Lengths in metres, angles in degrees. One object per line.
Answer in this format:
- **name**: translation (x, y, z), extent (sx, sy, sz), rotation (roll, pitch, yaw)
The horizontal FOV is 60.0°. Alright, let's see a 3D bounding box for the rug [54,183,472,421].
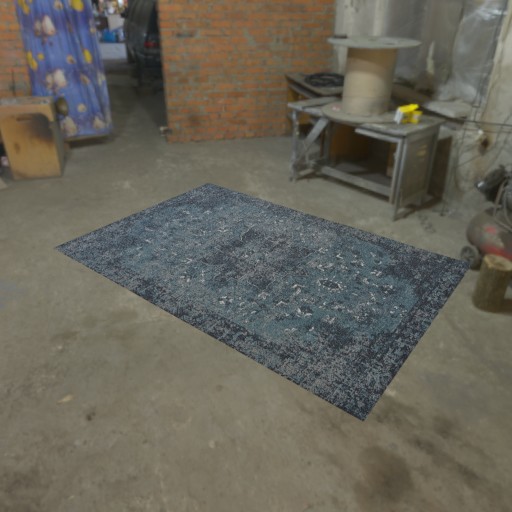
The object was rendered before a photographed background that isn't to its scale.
- **rug**: translation (0.000, 0.000, 2.318), extent (1.828, 0.005, 1.219), rotation (22, 37, 32)
